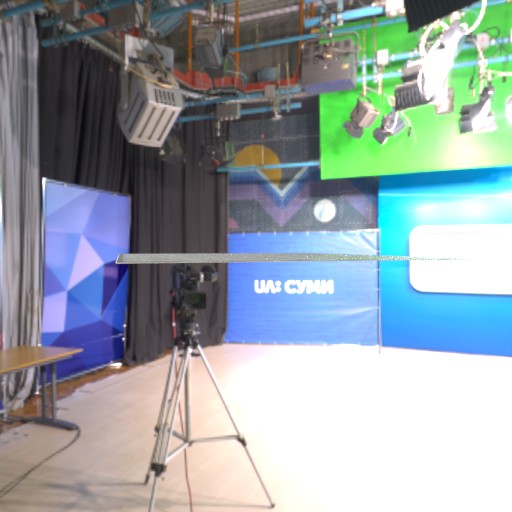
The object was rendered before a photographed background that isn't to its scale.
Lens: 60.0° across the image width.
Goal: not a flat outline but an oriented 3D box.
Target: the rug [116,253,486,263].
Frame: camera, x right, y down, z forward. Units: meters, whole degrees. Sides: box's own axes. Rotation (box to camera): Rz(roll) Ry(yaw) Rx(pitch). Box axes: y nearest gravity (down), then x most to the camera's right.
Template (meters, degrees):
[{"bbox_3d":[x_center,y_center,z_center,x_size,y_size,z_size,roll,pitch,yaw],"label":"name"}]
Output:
[{"bbox_3d":[0.000,0.000,4.020,2.391,0.005,2.880,0,1,-17],"label":"rug"}]
